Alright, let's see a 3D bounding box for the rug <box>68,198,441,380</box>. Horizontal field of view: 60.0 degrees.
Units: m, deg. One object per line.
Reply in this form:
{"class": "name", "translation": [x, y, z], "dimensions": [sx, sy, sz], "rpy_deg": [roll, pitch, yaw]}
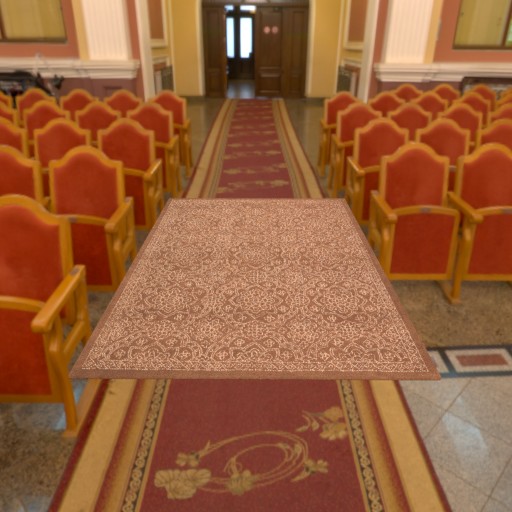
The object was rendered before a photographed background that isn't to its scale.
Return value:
{"class": "rug", "translation": [0.000, 0.000, 2.825], "dimensions": [1.524, 0.011, 2.286], "rpy_deg": [0, 26, 0]}
